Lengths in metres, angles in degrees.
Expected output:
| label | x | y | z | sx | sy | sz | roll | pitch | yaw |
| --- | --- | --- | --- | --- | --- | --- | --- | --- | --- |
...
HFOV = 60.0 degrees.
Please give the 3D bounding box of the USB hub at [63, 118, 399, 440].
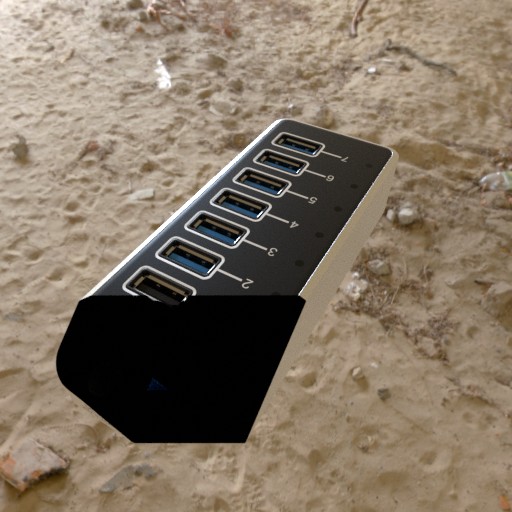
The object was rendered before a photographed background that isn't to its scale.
| label | x | y | z | sx | sy | sz | roll | pitch | yaw |
| --- | --- | --- | --- | --- | --- | --- | --- | --- | --- |
| USB hub | 0.000 | 0.000 | 0.124 | 0.044 | 0.023 | 0.110 | 23 | 51 | 21 |
